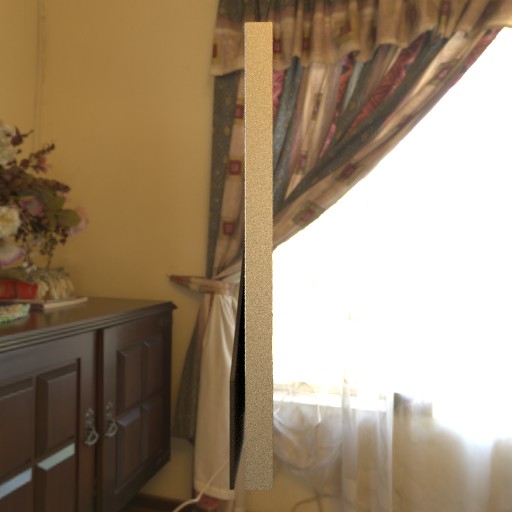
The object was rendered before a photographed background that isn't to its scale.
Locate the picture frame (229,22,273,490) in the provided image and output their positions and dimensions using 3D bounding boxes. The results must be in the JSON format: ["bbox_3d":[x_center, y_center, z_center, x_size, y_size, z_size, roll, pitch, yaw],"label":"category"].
[{"bbox_3d":[0.000,0.000,0.519,0.036,0.386,0.307,0,0,1],"label":"picture frame"}]
